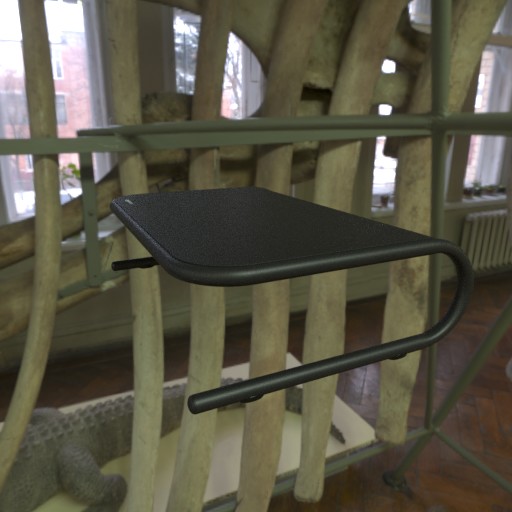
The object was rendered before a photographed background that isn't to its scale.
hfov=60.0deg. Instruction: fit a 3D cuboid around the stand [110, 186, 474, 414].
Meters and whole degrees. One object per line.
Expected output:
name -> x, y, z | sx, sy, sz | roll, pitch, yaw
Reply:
stand -> 0.000, 0.000, 0.515 | 0.280, 0.108, 0.370 | -8, 19, -25
